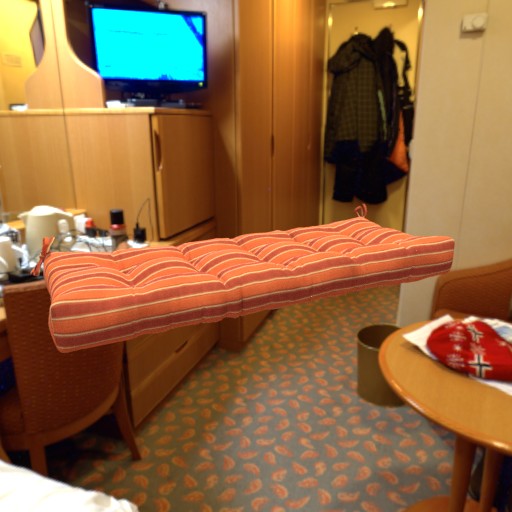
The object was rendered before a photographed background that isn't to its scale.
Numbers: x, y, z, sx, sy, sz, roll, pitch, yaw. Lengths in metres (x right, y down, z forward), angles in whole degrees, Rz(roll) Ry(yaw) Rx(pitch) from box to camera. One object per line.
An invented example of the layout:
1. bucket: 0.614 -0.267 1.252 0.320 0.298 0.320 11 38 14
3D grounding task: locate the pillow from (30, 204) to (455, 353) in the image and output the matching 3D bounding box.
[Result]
1. pillow: 0.000 0.000 1.306 1.194 0.174 0.511 -8 18 -26
